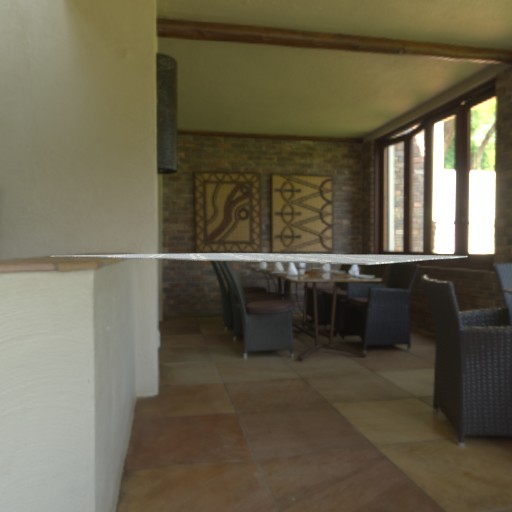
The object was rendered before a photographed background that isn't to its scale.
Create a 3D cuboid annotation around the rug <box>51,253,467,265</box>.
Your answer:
[{"bbox_3d":[0.000,0.000,2.777,2.133,0.013,1.522,1,1,37],"label":"rug"}]
